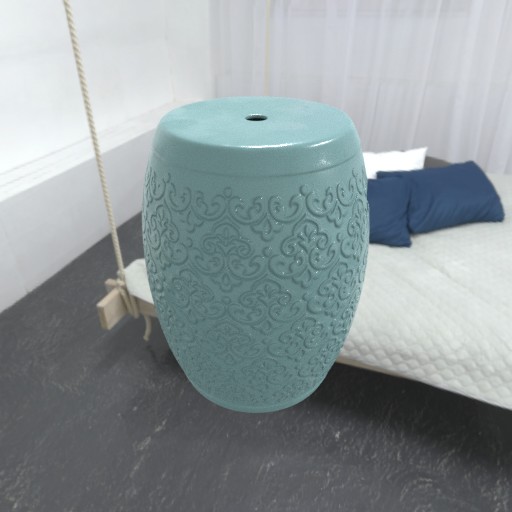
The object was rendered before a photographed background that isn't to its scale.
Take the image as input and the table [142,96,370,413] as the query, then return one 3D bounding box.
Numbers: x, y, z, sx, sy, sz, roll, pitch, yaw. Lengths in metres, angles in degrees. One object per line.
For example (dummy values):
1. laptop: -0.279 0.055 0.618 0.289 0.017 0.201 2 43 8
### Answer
1. table: 0.000 0.000 0.638 0.309 0.397 0.309 0 32 0
